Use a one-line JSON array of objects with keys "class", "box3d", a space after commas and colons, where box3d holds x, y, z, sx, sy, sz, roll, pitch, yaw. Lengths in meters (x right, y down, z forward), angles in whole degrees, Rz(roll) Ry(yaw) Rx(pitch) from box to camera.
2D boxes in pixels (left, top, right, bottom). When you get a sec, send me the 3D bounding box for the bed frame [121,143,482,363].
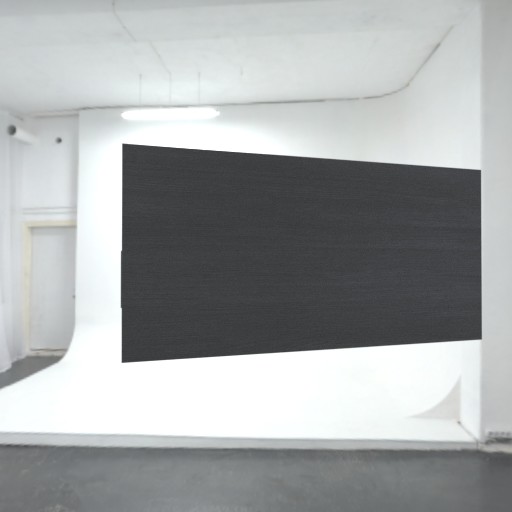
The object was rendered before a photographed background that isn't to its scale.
[{"class": "bed frame", "box3d": [0.000, 0.000, 2.787, 1.622, 0.800, 1.960, 0, -1, -17]}]
